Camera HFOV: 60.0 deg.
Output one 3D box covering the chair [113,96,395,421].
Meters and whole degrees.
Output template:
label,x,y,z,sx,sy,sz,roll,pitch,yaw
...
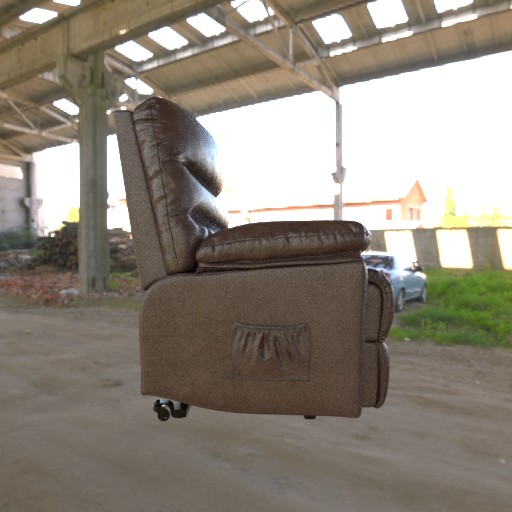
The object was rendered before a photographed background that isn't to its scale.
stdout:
label,x,y,z,sx,sy,sz,roll,pitch,yaw
chair,0.000,0.000,1.731,0.879,1.041,0.940,0,1,1
